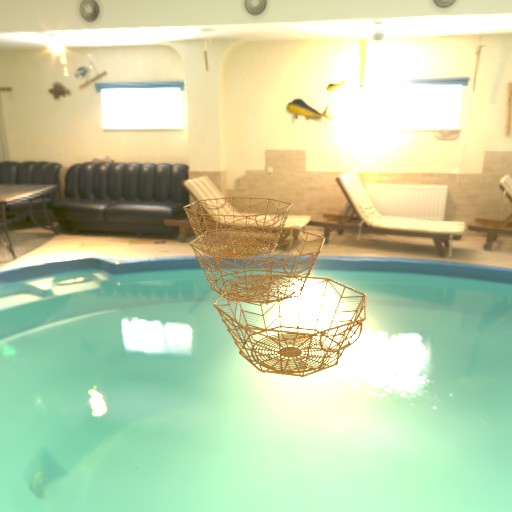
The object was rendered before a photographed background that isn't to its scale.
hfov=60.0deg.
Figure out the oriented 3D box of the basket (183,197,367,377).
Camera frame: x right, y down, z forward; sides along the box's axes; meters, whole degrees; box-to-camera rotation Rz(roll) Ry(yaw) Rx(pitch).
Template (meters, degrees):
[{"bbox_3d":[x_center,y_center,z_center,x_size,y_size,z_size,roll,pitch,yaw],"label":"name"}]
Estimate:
[{"bbox_3d":[0.000,0.000,1.373,0.432,0.178,1.245,-3,17,-9],"label":"basket"}]
